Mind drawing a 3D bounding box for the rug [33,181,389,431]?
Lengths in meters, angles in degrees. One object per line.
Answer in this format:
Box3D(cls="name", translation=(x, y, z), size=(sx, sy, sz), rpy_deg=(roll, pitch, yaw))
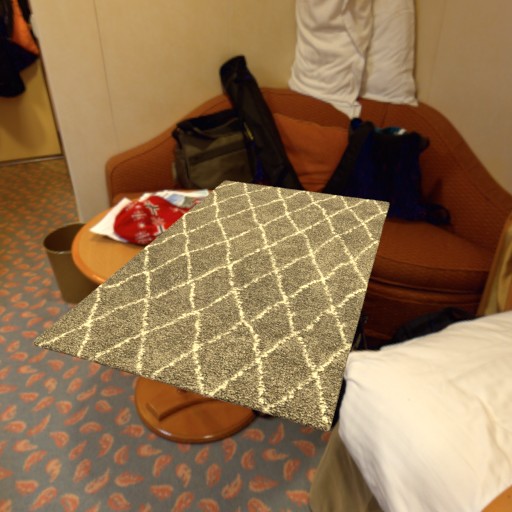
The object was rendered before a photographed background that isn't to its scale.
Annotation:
Box3D(cls="rug", translation=(0.000, 0.000, 3.003), size=(1.524, 0.030, 2.438), rpy_deg=(10, 32, 17))
